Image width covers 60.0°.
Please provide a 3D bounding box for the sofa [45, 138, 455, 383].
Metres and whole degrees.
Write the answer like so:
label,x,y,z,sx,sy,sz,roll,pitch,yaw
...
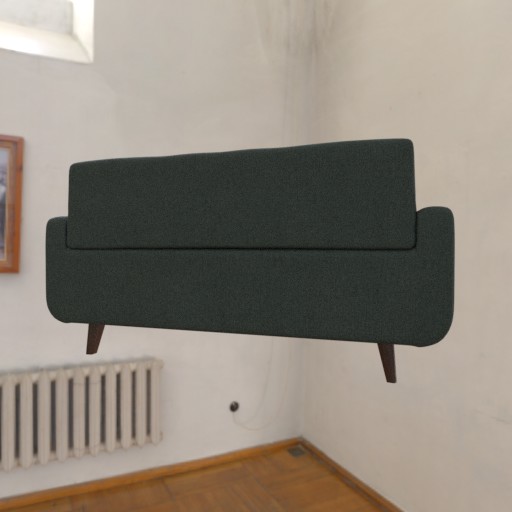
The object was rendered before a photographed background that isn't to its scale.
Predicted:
label,x,y,z,sx,sy,sz,roll,pitch,yaw
sofa,0.000,0.000,2.081,1.631,0.841,0.909,0,1,19
